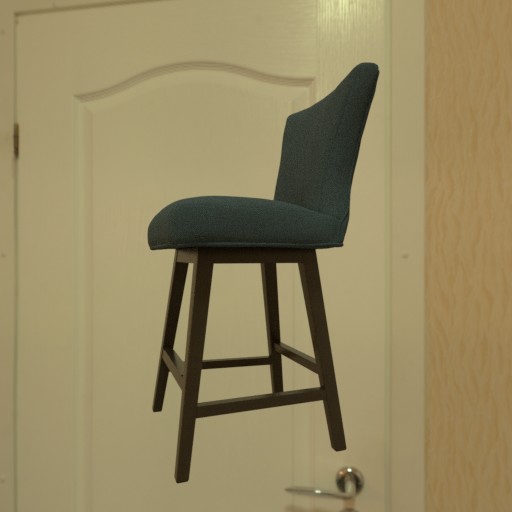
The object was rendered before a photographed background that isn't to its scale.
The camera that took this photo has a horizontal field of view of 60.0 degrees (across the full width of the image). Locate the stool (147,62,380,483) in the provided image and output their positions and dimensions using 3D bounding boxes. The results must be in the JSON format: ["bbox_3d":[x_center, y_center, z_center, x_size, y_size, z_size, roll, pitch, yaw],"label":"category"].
[{"bbox_3d":[0.000,0.000,1.290,0.574,1.000,0.514,0,0,-19],"label":"stool"}]
